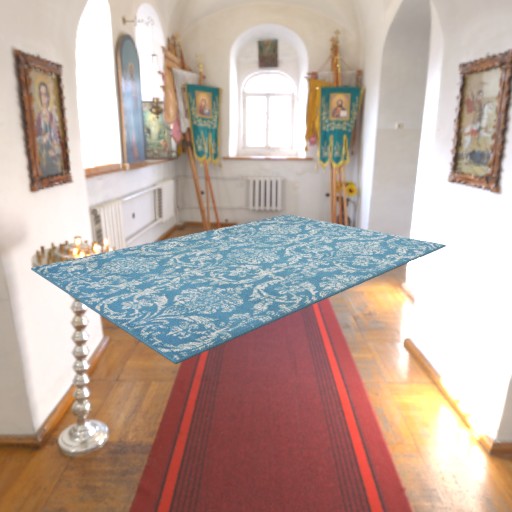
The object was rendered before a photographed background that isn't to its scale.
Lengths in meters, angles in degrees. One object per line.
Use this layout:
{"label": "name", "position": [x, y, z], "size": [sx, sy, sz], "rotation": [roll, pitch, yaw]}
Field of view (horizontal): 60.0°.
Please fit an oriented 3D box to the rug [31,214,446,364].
{"label": "rug", "position": [0.000, 0.000, 3.473], "size": [2.746, 0.018, 1.816], "rotation": [-16, 23, -42]}
